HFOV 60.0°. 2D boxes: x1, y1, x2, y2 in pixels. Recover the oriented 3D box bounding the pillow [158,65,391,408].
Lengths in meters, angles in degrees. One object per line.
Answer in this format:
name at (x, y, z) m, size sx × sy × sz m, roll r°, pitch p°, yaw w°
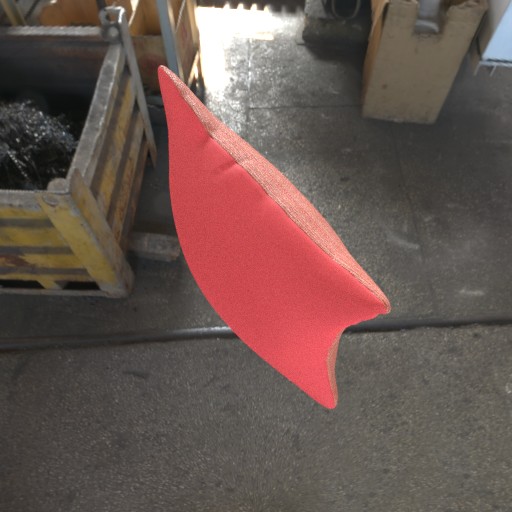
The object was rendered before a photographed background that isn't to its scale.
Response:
pillow at (0.000, 0.000, 0.832) m, size 0.229 × 0.501 × 0.559 m, roll -32°, pitch 65°, yaw -17°
